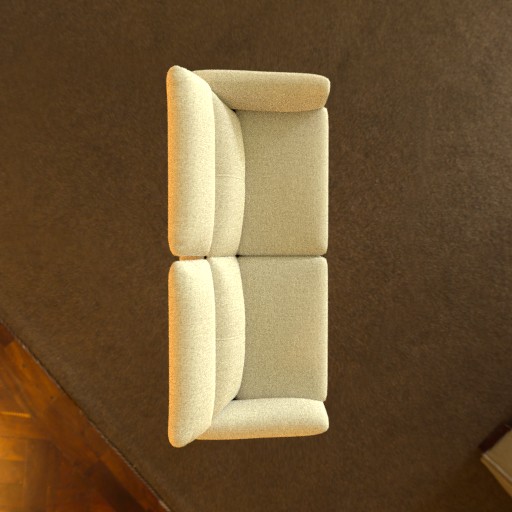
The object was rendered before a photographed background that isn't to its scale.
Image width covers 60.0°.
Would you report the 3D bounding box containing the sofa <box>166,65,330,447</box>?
[{"bbox_3d":[0.000,0.000,2.522,0.856,0.956,2.015,0,91,-1],"label":"sofa"}]
